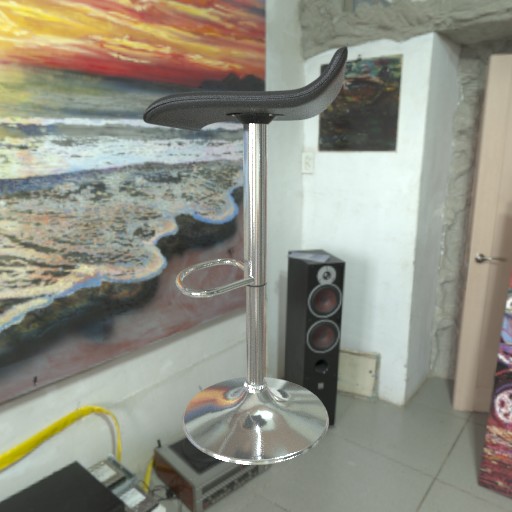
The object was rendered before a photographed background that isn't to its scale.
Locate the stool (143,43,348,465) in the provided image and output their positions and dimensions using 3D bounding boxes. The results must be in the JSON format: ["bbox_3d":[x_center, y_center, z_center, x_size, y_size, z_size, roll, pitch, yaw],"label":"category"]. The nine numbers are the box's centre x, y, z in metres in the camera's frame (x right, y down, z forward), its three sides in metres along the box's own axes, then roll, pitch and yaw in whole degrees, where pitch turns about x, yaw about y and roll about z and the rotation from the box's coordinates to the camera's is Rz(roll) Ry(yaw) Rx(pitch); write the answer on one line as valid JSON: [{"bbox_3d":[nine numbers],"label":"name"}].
[{"bbox_3d":[0.000,0.000,1.059,0.381,0.851,0.381,2,13,9],"label":"stool"}]
